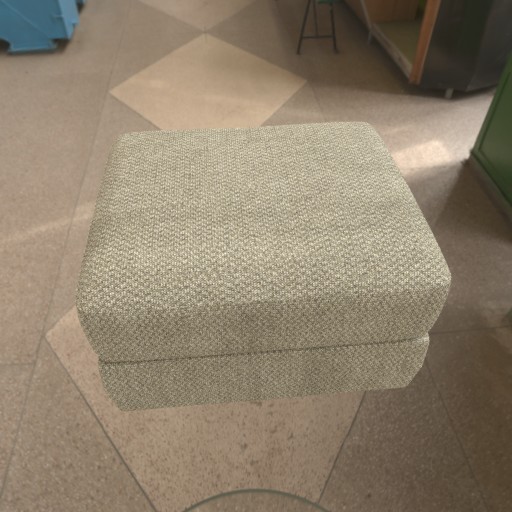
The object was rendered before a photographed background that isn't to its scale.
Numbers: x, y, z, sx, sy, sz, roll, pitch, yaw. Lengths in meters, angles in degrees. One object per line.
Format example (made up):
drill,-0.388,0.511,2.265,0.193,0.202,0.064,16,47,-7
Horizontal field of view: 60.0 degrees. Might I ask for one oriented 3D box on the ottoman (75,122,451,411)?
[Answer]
ottoman,0.000,0.000,1.135,0.751,0.476,0.603,-4,47,-4
